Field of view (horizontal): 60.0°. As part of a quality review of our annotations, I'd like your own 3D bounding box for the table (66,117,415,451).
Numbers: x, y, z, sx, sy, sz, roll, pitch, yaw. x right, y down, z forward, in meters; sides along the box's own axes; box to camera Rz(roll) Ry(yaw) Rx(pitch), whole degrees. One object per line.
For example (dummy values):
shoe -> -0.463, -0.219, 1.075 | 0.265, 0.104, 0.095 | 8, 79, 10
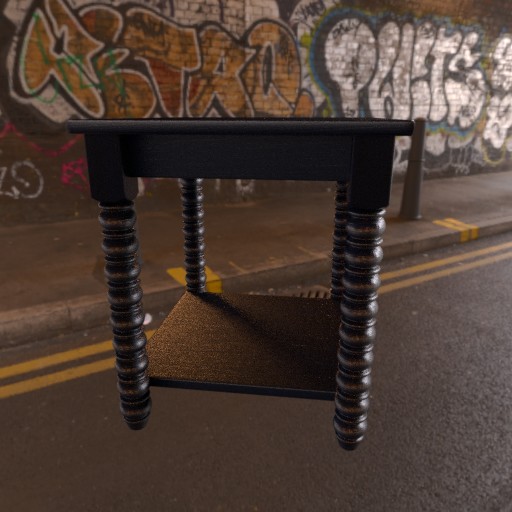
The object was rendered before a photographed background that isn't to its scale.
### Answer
table -> 0.000, 0.000, 0.955 | 0.500, 0.567, 0.533 | 2, 18, 7
